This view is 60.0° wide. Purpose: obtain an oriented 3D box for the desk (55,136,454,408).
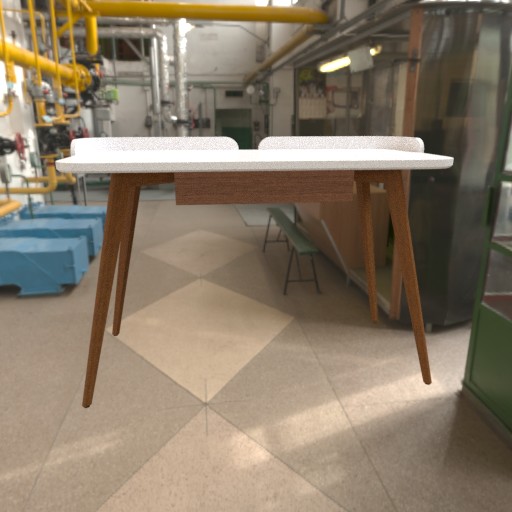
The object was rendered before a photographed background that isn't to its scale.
[{"bbox_3d":[0.000,0.000,1.586,1.206,0.807,0.534,-2,17,-6],"label":"desk"}]
